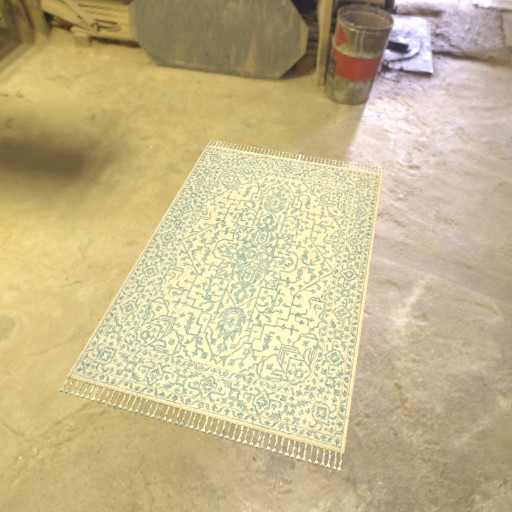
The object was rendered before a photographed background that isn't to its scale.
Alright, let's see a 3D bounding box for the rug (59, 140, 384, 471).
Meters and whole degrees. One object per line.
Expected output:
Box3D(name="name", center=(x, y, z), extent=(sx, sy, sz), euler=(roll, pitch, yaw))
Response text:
Box3D(name="rug", center=(0.000, 0.000, 3.027), extent=(1.524, 0.010, 2.438), euler=(12, 49, 10))
